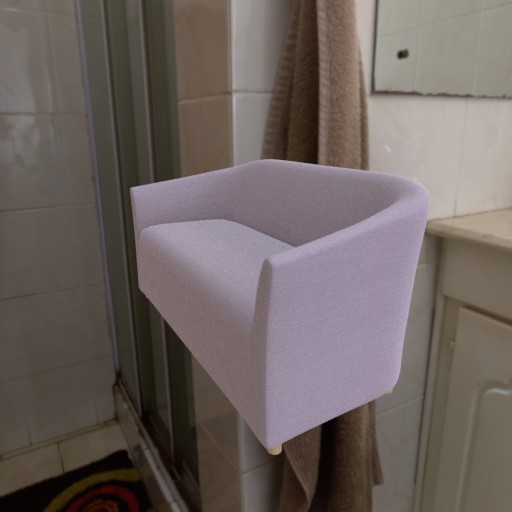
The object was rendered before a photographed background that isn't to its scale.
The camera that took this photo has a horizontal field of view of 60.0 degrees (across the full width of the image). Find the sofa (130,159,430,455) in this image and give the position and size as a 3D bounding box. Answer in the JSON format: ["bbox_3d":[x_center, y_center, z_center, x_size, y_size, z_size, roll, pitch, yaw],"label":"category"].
[{"bbox_3d":[0.000,0.000,1.850,0.705,0.721,1.452,-8,18,-27],"label":"sofa"}]
